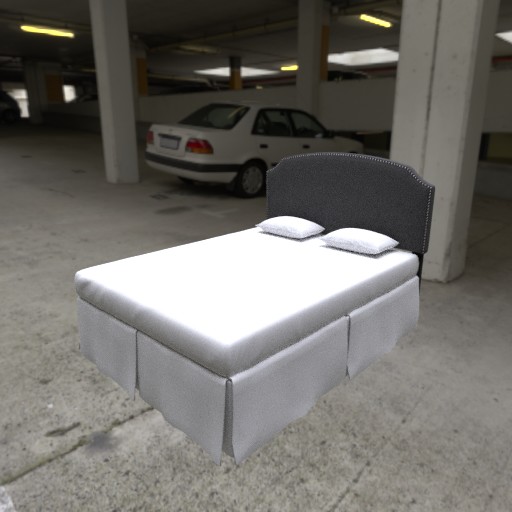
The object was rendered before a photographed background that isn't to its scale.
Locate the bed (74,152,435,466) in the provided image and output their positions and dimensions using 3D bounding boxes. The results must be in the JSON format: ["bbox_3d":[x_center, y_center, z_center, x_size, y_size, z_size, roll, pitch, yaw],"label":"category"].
[{"bbox_3d":[0.000,0.000,2.985,1.558,1.270,1.999,15,22,41],"label":"bed"}]
